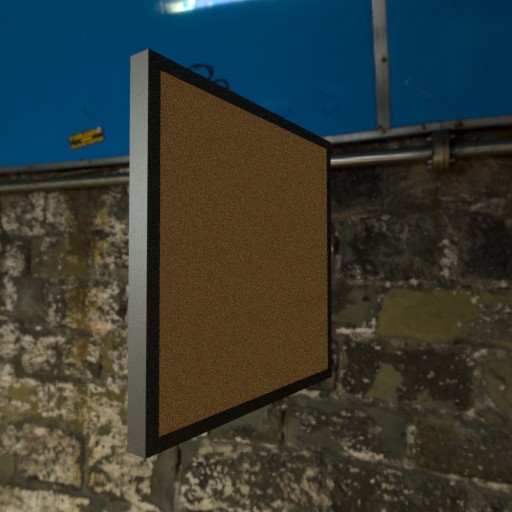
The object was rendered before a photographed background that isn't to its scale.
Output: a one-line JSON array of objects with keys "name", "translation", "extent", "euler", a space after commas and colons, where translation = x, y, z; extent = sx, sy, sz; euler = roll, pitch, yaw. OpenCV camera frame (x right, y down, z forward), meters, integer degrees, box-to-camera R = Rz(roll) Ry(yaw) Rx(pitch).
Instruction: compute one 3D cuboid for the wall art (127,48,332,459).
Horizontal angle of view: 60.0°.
[{"name": "wall art", "translation": [0.000, 0.000, 0.762], "extent": [0.036, 0.508, 0.508], "euler": [-1, -2, 36]}]
